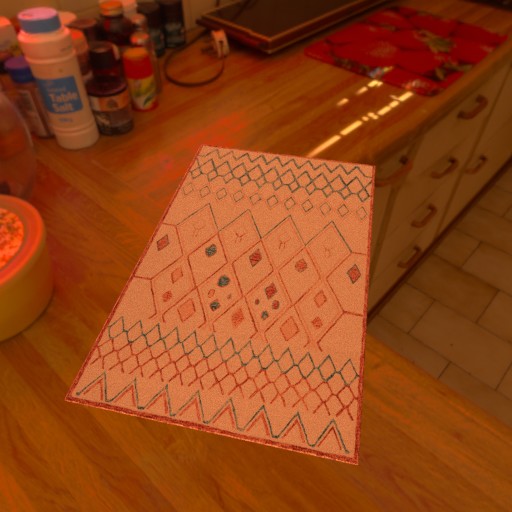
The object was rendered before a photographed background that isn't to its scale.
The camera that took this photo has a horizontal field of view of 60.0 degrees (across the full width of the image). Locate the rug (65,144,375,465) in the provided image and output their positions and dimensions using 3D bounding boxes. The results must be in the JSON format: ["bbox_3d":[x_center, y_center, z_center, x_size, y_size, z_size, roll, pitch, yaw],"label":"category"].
[{"bbox_3d":[0.000,0.000,3.020,1.524,0.015,2.438,9,48,8],"label":"rug"}]
